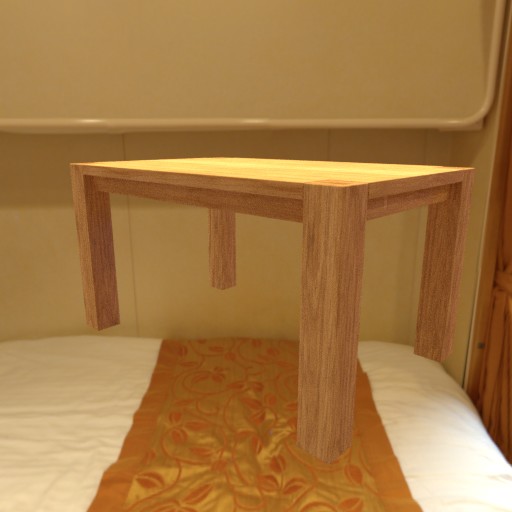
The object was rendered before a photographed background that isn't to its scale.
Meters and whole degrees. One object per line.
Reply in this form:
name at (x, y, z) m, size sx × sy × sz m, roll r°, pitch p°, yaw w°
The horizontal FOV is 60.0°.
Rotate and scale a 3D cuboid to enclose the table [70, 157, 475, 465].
table at (0.000, 0.000, 1.894) m, size 1.400 × 0.760 × 0.900 m, roll 14°, pitch 20°, yaw 41°
